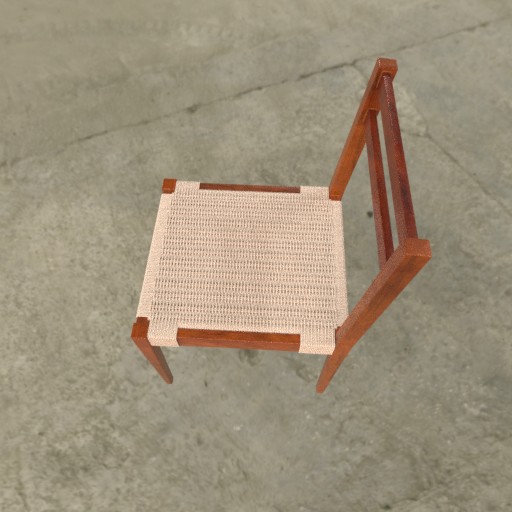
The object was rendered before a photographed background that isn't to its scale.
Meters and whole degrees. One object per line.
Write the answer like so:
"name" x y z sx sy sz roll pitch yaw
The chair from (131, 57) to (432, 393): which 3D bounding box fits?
"chair" 0.000 0.000 1.176 0.569 0.851 0.495 3 59 2
